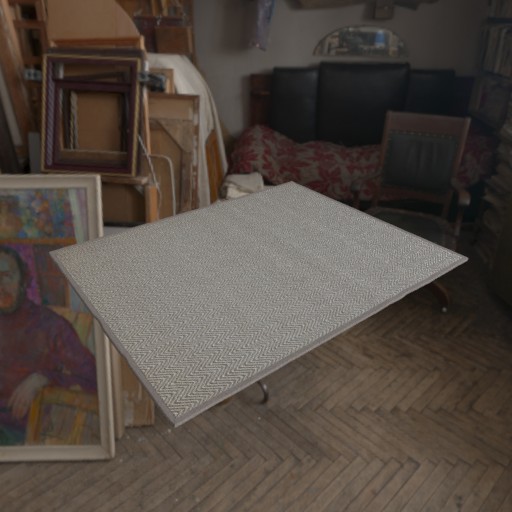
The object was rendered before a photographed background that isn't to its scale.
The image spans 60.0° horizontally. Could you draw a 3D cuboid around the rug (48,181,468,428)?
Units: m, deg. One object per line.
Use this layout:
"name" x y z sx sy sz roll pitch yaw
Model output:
"rug" 0.000 0.000 4.061 3.007 0.032 2.434 -21 36 -32
